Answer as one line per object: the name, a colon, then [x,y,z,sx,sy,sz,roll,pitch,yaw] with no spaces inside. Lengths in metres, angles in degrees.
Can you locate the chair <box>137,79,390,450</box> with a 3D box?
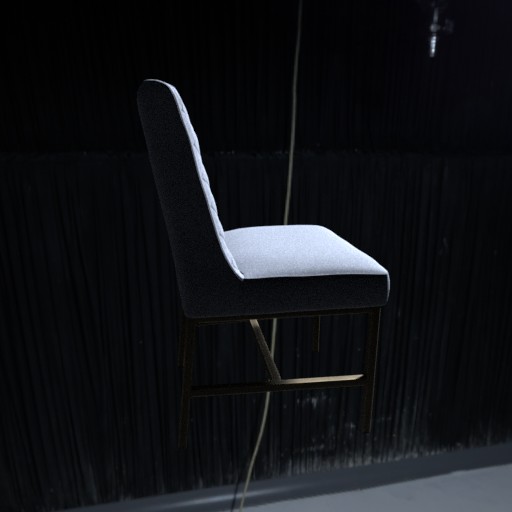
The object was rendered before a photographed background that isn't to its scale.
chair: [0.000,0.000,1.256,0.587,0.889,0.508,-3,16,-9]
